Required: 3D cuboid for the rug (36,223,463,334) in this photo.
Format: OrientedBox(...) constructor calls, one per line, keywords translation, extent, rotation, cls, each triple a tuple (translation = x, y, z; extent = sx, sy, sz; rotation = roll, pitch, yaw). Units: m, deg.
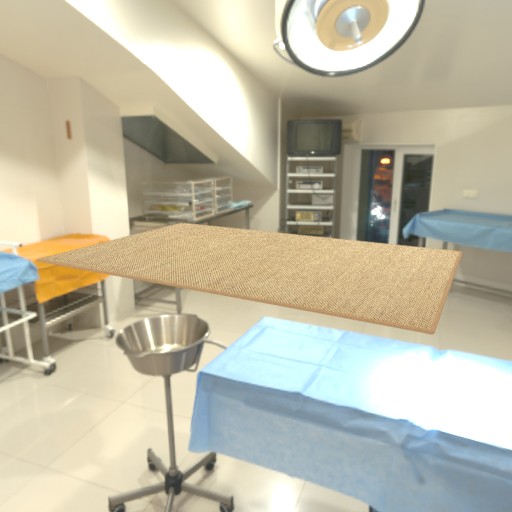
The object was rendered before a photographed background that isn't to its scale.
OrientedBox(translation=(0.000, 0.000, 2.039), extent=(1.668, 0.012, 1.061), rotation=(8, 16, 27), cls="rug")
